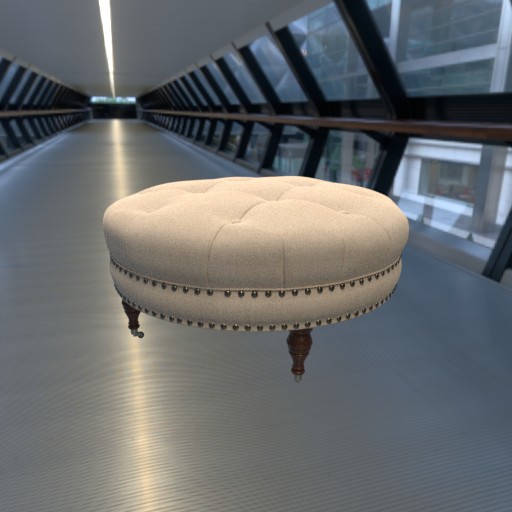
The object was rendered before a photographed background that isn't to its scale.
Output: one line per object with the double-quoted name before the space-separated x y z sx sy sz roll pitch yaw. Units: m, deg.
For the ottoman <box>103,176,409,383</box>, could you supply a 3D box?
"ottoman" 0.000 0.000 1.464 0.940 0.483 0.940 0 17 0
